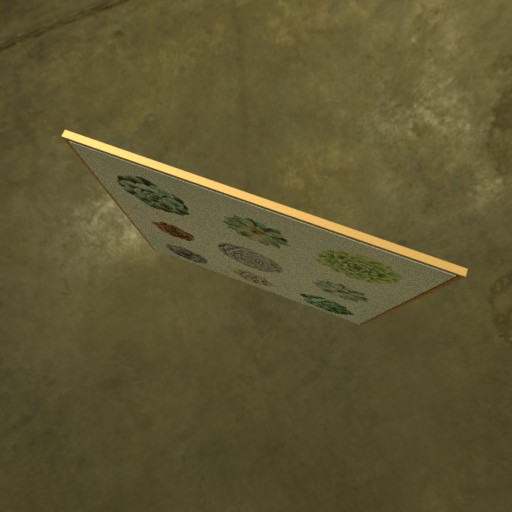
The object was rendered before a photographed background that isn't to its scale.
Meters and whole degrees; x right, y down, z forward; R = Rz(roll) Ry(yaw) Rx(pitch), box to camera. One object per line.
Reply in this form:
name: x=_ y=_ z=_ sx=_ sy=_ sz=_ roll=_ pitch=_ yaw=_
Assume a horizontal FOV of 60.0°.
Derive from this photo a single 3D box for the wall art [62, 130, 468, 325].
wall art: x=0.000 y=0.000 z=0.994 sx=0.657 sy=0.655 sz=0.014 roll=20 pitch=76 yaw=5
